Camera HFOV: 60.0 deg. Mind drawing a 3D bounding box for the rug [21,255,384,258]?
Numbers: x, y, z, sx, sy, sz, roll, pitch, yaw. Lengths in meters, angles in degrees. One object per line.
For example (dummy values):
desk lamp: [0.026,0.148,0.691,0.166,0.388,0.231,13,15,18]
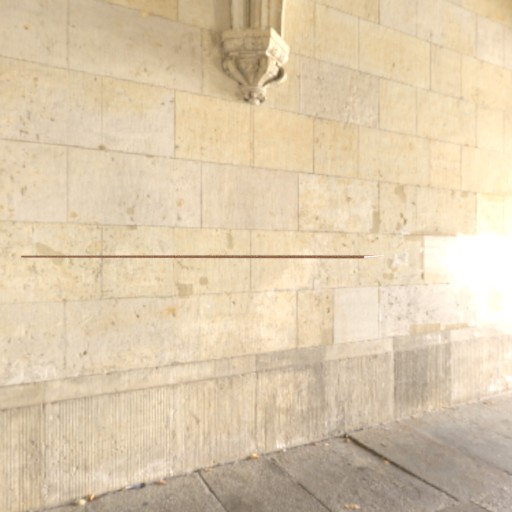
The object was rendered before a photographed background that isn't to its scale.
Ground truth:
rug: [0.000,0.000,2.295,1.219,0.008,1.829,0,0,18]
